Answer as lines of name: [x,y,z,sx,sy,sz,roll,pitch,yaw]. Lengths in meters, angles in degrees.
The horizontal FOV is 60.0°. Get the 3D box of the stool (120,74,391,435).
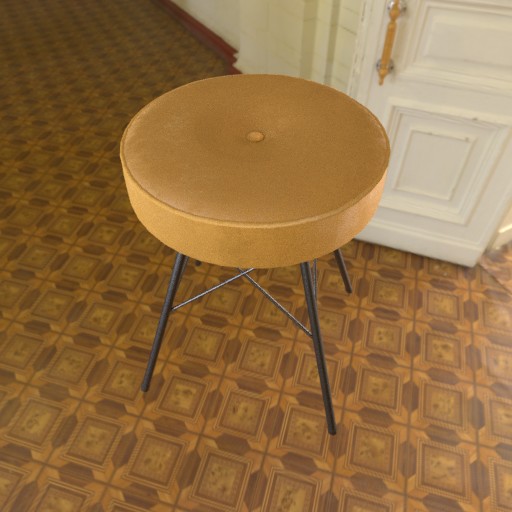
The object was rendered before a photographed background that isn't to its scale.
stool: [0.000,0.000,0.912,0.472,0.595,0.438,11,49,10]
